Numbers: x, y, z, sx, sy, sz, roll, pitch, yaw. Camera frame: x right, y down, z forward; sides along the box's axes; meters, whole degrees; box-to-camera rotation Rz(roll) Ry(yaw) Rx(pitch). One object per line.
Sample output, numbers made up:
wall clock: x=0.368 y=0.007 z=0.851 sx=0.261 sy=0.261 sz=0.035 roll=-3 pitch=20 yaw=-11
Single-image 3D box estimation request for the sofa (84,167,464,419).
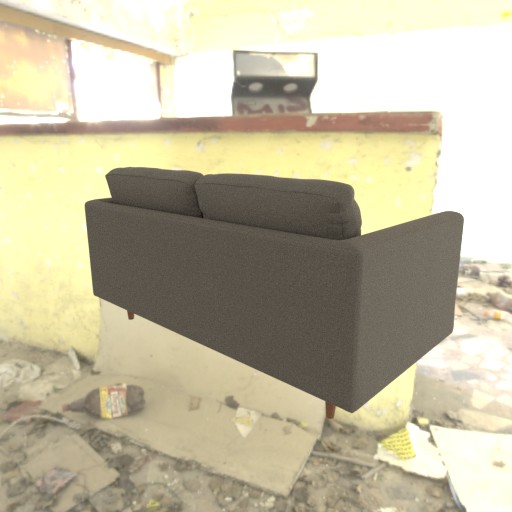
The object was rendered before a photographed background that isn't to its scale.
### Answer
sofa: x=0.000 y=0.000 z=2.227 sx=1.713 sy=0.866 sz=0.940 roll=13 pitch=20 yaw=42
